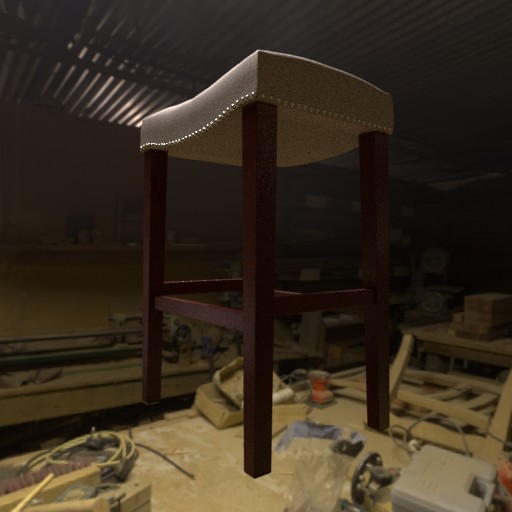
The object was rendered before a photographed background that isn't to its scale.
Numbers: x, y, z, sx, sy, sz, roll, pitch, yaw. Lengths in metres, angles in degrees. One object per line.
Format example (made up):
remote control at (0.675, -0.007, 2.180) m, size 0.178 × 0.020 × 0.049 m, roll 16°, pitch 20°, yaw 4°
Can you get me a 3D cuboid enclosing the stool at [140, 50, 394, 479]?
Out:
stool at (0.000, 0.000, 1.035) m, size 0.372 × 0.742 × 0.504 m, roll 0°, pitch 1°, yaw -37°
